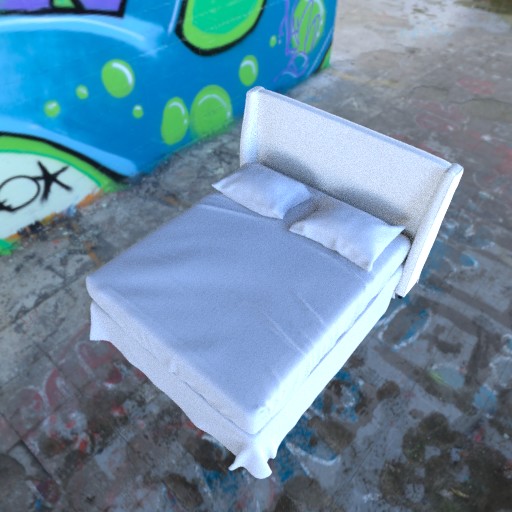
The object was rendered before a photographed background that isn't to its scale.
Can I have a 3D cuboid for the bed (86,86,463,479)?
[{"bbox_3d":[0.000,0.000,3.386,1.925,1.332,2.276,32,54,26],"label":"bed"}]
